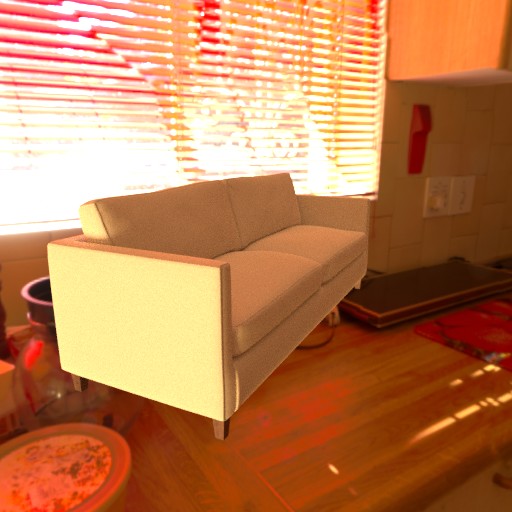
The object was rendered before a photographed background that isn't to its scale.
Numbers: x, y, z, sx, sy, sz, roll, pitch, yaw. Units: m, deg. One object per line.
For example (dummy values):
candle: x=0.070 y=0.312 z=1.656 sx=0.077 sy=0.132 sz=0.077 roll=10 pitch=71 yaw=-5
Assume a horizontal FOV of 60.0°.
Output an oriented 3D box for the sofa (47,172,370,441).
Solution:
sofa: x=0.000 y=0.000 z=2.850 sx=0.951 sy=0.962 sz=2.361 roll=7 pitch=16 yaw=26
